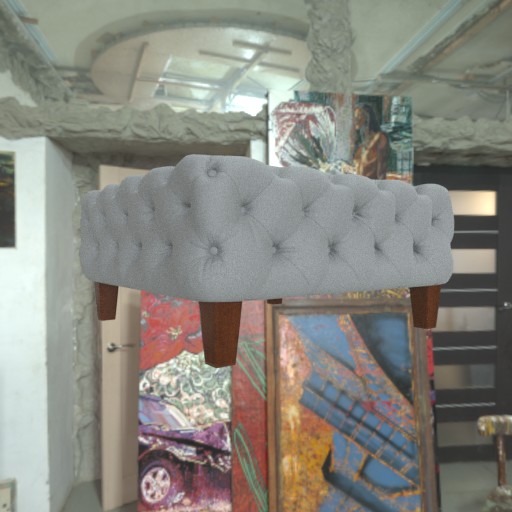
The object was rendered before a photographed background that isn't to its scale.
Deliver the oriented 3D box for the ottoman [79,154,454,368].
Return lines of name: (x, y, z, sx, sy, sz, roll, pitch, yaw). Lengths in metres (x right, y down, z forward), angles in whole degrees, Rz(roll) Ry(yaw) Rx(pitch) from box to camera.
ottoman: (0.000, 0.000, 1.440, 0.917, 0.439, 0.911, -1, 1, -36)
